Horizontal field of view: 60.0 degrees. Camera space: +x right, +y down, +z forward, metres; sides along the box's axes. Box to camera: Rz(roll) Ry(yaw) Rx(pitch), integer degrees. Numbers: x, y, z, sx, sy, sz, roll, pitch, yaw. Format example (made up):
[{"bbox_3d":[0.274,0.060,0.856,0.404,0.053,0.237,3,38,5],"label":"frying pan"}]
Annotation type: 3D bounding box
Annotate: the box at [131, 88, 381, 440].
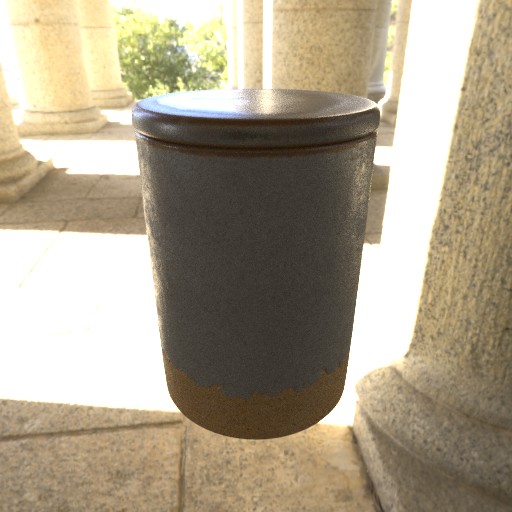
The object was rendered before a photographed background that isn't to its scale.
[{"bbox_3d":[0.000,0.000,0.250,0.118,0.168,0.118,0,26,0],"label":"box"}]
